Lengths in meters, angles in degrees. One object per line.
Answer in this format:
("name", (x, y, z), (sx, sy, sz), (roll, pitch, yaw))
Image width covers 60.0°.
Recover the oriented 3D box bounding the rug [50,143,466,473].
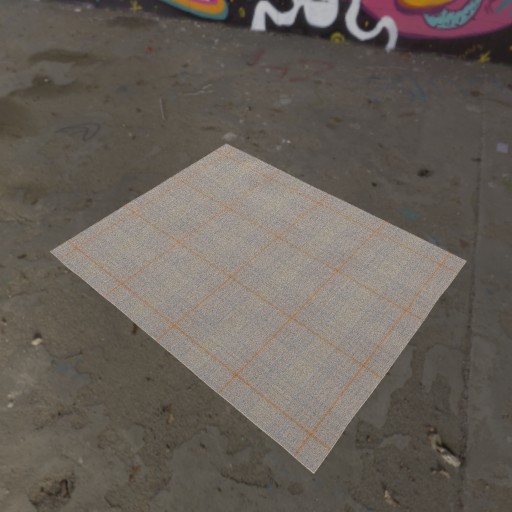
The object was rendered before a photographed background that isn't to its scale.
("rug", (0.000, 0.000, 4.151), (3.051, 0.021, 2.448), (32, 54, 27))
